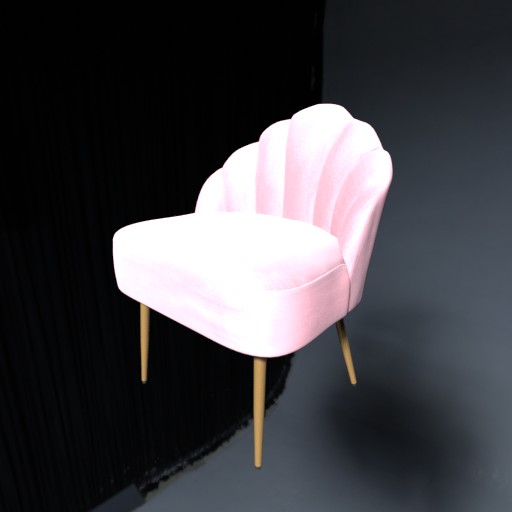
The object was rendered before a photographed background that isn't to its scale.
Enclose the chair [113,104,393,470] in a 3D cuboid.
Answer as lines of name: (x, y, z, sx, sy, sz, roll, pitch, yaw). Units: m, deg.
chair: (0.000, 0.000, 1.234, 0.599, 0.819, 0.657, -15, 22, -42)
